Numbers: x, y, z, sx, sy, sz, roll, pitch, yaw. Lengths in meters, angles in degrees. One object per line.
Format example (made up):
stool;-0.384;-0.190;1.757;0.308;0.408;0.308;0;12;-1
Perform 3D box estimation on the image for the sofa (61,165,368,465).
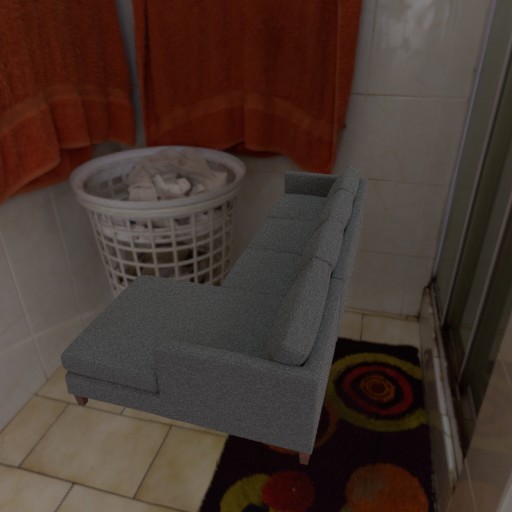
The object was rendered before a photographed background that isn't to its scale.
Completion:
sofa;0.000;0.000;3.860;1.625;0.846;3.186;8;30;15
